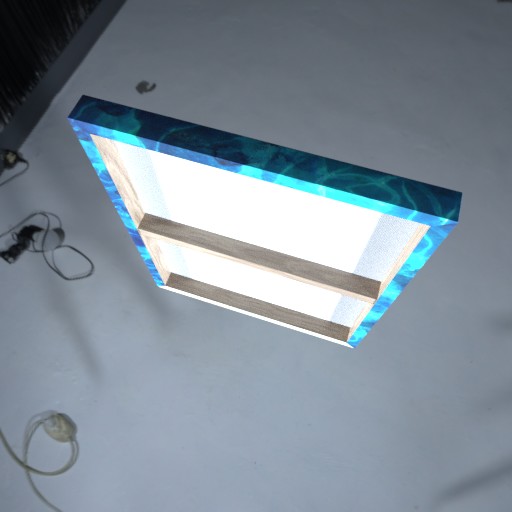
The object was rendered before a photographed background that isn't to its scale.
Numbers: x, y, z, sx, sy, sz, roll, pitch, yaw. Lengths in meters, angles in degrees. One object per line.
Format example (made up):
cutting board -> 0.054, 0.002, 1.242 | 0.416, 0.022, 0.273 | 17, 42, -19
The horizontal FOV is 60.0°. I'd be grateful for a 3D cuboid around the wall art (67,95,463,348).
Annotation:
wall art -> 0.000, 0.000, 0.702 | 0.432, 0.508, 0.038 | 16, 65, 8
